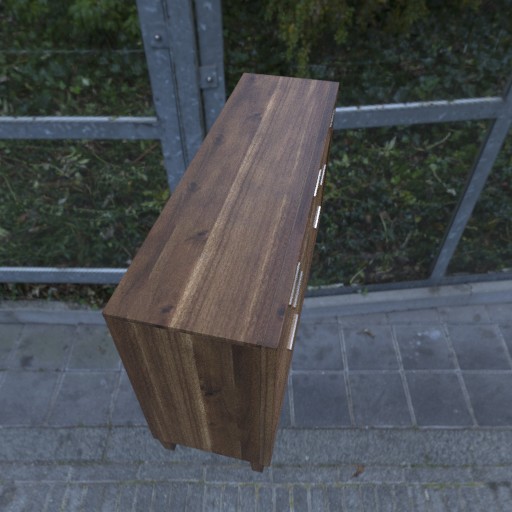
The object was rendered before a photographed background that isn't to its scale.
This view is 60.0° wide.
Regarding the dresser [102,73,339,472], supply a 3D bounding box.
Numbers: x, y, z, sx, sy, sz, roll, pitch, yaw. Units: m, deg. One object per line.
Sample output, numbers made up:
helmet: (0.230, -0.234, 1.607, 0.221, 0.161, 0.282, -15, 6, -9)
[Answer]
dresser: (0.000, 0.000, 1.822, 0.438, 0.892, 1.387, 10, 47, 9)
